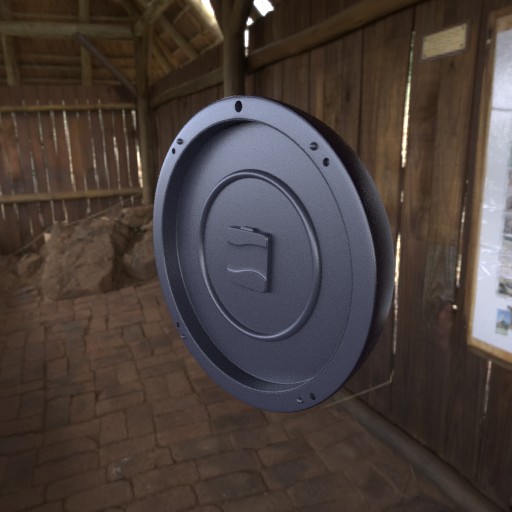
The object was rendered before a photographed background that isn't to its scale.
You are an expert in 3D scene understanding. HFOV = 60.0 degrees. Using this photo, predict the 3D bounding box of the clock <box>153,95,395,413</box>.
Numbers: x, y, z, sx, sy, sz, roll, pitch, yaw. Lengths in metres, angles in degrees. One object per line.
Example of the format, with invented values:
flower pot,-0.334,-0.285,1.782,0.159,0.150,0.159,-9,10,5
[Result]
clock,0.000,0.000,0.443,0.060,0.300,0.300,-13,19,-43
